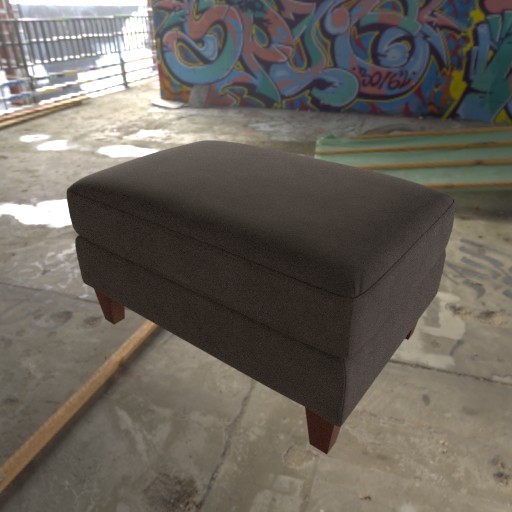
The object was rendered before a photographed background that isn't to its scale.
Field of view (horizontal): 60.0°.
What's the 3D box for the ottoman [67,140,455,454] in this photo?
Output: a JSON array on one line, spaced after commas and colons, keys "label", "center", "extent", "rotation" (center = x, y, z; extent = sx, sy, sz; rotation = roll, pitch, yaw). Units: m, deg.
[{"label": "ottoman", "center": [0.000, 0.000, 1.207], "extent": [0.864, 0.483, 0.584], "rotation": [21, 36, 32]}]
